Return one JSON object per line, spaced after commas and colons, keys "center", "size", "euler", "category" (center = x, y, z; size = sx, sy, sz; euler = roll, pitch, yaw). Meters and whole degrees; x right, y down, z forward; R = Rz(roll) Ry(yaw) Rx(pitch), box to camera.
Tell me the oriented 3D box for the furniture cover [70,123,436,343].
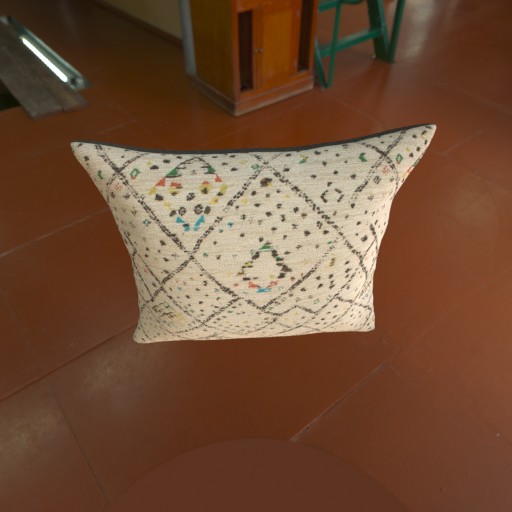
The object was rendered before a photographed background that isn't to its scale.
{"center": [0.000, 0.000, 0.797], "size": [0.525, 0.498, 0.180], "euler": [-3, 46, -3], "category": "furniture cover"}
